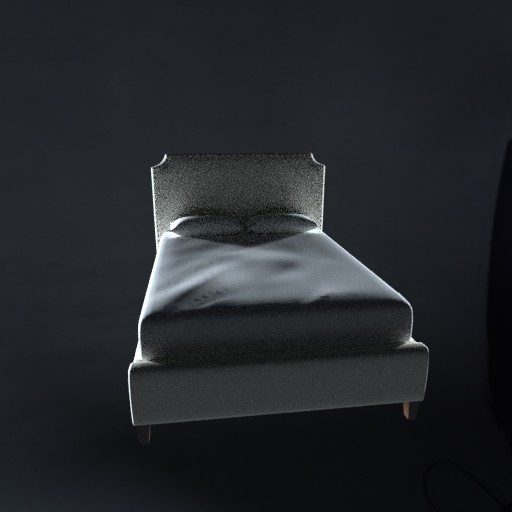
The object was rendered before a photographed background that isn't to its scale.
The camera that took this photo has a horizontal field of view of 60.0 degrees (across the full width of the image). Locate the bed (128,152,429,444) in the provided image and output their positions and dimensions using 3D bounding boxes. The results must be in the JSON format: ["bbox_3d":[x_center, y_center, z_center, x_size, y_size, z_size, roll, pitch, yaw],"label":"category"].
[{"bbox_3d":[0.000,0.000,3.456,1.712,1.443,2.365,-2,17,-8],"label":"bed"}]
